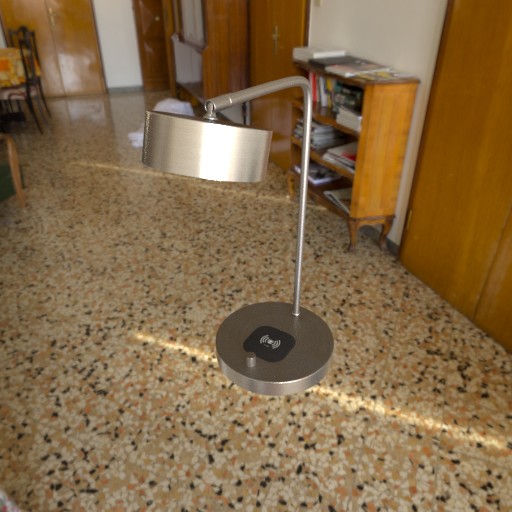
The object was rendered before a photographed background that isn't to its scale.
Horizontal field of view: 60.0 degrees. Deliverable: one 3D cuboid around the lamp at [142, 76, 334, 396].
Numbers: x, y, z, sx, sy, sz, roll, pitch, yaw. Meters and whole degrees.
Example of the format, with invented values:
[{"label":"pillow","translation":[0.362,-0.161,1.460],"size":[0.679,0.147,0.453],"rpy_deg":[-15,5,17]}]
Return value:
[{"label":"lamp","translation":[0.000,0.000,0.642],"size":[0.211,0.469,0.334],"rpy_deg":[19,36,28]}]
